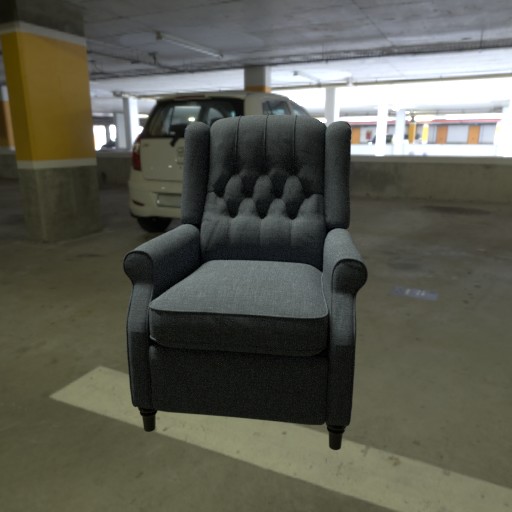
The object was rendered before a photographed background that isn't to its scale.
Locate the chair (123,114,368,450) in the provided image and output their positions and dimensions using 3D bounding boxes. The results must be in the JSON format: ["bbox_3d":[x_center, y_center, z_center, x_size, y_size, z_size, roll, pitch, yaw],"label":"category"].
[{"bbox_3d":[0.000,0.000,1.640,0.742,1.035,0.898,2,15,8],"label":"chair"}]
